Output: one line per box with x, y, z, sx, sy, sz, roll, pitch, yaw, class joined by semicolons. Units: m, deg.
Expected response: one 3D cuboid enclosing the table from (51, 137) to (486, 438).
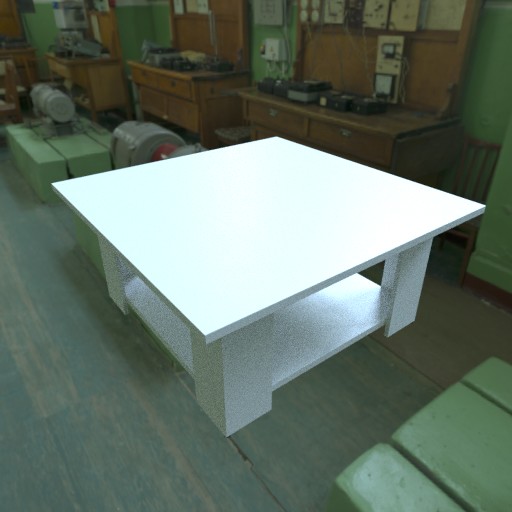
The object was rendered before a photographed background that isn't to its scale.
0.000;0.000;1.037;0.670;0.305;0.670;-21;36;-32;table
